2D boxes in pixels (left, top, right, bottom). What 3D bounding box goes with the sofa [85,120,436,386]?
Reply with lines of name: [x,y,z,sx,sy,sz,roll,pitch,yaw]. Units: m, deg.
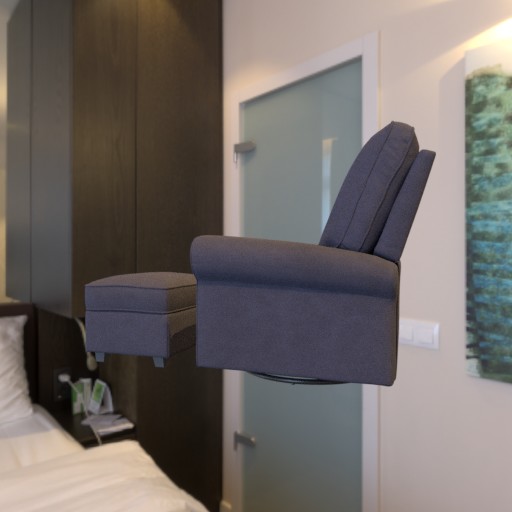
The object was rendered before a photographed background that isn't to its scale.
sofa: [0.000,0.000,2.017,1.478,0.959,0.880,0,0,18]
